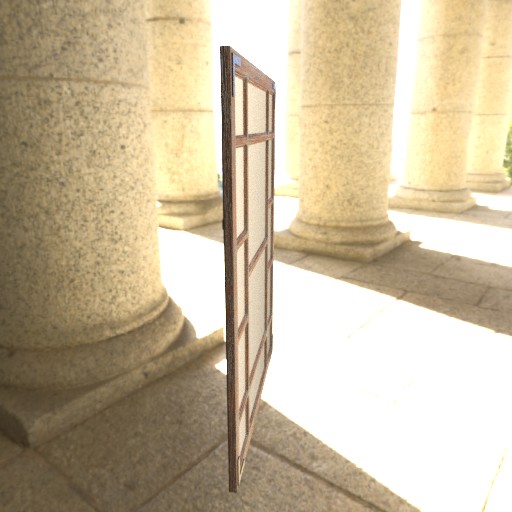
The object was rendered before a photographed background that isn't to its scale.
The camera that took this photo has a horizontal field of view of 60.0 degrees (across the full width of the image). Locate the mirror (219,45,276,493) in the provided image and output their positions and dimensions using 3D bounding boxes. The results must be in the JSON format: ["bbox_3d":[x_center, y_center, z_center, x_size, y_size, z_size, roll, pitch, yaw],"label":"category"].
[{"bbox_3d":[0.000,0.000,1.271,0.025,0.996,0.705,3,17,9],"label":"mirror"}]
